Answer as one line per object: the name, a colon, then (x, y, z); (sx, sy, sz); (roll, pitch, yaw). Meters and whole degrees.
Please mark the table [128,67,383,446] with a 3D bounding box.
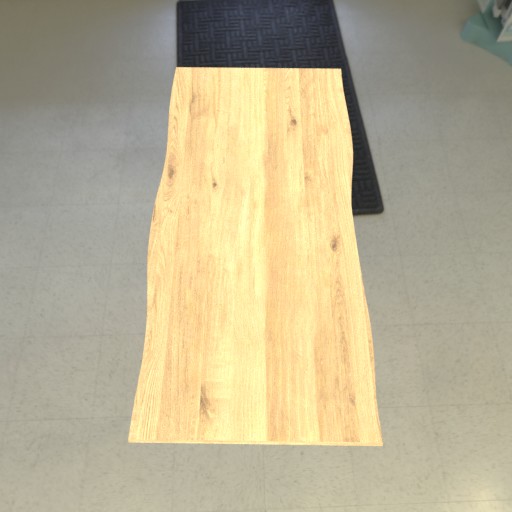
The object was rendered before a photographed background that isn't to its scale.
table: (0.000, 0.000, 2.252); (0.900, 0.780, 1.800); (1, 64, 0)
